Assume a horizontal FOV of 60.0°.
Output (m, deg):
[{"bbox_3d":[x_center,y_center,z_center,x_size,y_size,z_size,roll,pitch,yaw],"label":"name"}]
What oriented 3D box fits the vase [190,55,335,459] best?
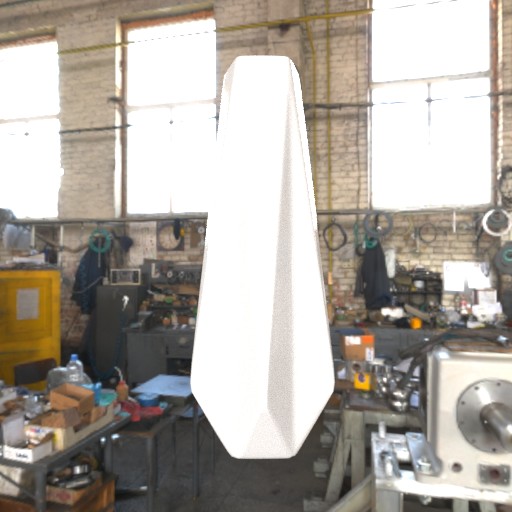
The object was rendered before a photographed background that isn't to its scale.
[{"bbox_3d":[0.000,0.000,0.391,0.116,0.329,0.122,0,-1,-19],"label":"vase"}]
